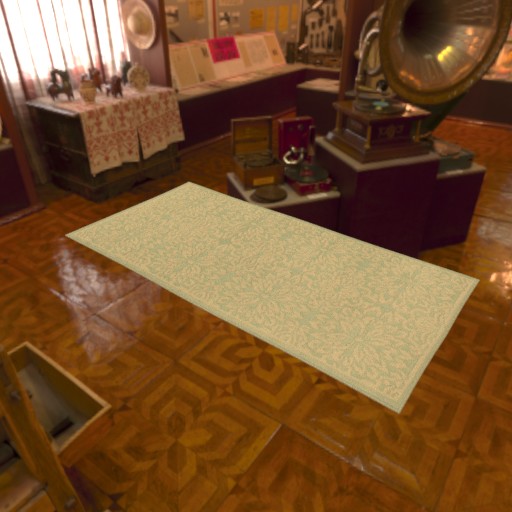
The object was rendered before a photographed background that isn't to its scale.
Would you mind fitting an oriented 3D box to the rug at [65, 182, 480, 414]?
[{"bbox_3d":[0.000,0.000,1.433,1.219,0.007,0.604,23,39,31],"label":"rug"}]
